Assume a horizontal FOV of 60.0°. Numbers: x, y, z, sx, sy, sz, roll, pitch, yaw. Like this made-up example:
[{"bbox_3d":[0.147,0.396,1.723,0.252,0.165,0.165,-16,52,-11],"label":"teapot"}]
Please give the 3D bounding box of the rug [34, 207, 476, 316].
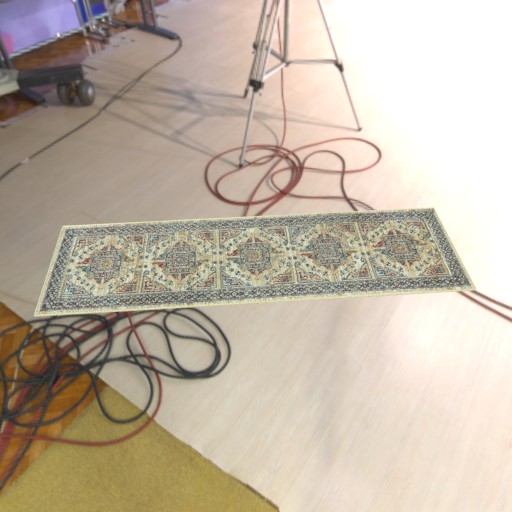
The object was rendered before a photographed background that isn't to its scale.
[{"bbox_3d":[0.000,0.000,2.516,2.297,0.013,0.661,-3,47,-3],"label":"rug"}]
